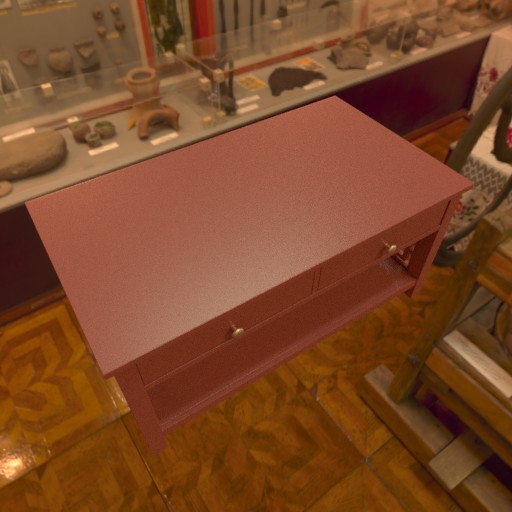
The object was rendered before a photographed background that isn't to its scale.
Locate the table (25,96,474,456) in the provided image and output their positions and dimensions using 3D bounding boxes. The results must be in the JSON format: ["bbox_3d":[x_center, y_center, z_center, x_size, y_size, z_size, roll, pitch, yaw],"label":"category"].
[{"bbox_3d":[0.000,0.000,1.380,1.068,0.493,0.612,-25,52,-22],"label":"table"}]
